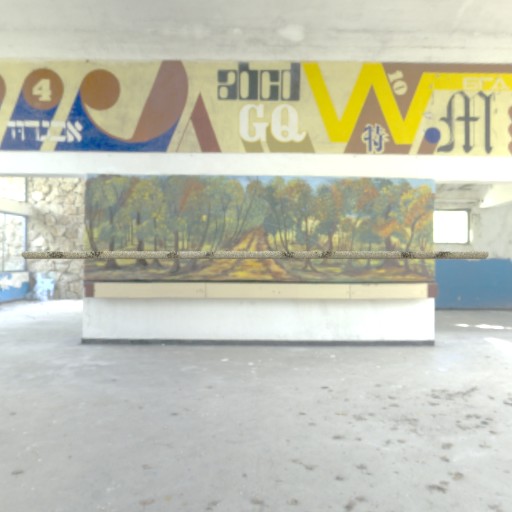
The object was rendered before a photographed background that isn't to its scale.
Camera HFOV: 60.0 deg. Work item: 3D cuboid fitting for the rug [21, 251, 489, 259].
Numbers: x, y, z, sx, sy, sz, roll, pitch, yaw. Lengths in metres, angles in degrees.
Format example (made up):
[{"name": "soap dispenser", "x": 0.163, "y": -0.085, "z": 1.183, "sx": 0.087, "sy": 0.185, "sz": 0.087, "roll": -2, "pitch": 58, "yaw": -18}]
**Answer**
[{"name": "rug", "x": 0.000, "y": 0.000, "z": 2.103, "sx": 1.600, "sy": 0.025, "sz": 1.200, "roll": 0, "pitch": 0, "yaw": 1}]
